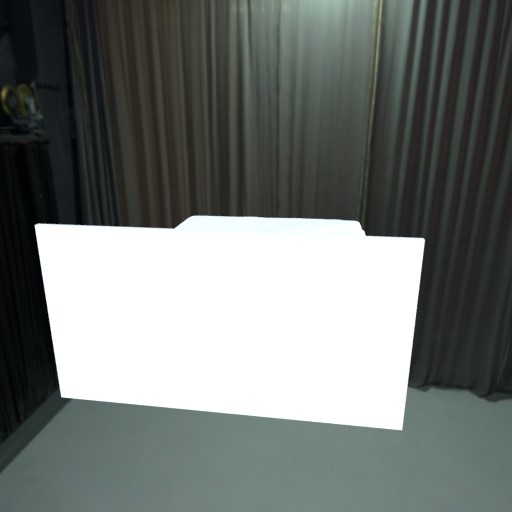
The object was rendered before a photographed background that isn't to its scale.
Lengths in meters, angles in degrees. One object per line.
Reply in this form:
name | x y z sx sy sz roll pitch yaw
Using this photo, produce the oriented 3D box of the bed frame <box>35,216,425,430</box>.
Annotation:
bed frame | 0.000 0.000 2.701 1.490 0.800 1.950 3 18 8
